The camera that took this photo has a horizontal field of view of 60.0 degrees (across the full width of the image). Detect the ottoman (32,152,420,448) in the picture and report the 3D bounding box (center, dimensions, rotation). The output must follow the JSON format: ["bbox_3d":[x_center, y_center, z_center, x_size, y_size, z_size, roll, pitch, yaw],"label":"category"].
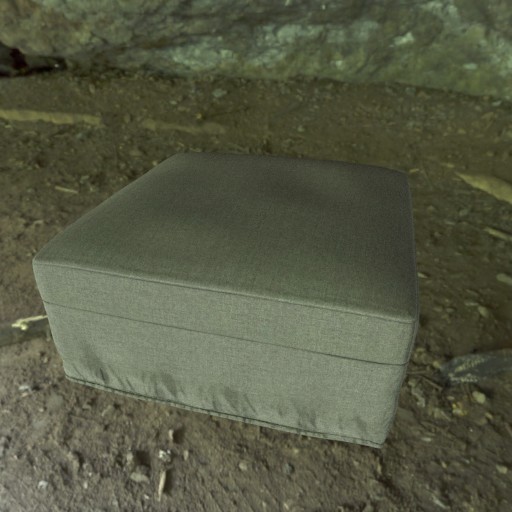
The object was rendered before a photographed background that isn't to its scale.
[{"bbox_3d":[0.000,0.000,1.300,0.843,0.436,0.840,8,31,13],"label":"ottoman"}]
